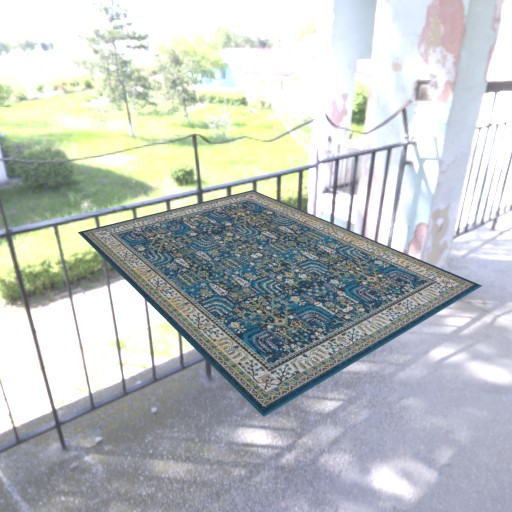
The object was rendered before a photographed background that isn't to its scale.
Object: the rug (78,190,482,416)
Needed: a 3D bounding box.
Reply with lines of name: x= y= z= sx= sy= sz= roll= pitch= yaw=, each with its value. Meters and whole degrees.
rug: x=0.000 y=0.000 z=4.018 sx=2.226 sy=0.015 sz=3.044 roll=-19 pitch=32 yaw=-33
